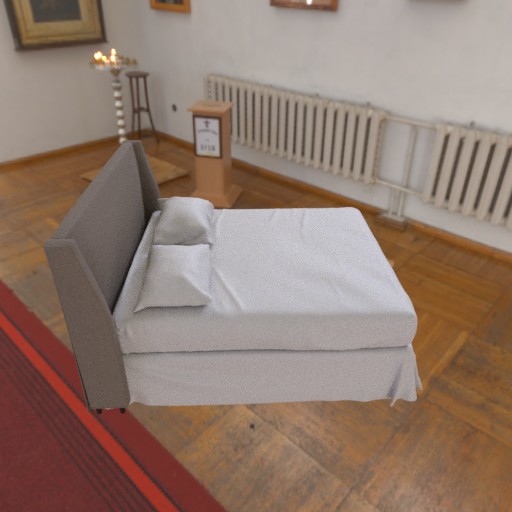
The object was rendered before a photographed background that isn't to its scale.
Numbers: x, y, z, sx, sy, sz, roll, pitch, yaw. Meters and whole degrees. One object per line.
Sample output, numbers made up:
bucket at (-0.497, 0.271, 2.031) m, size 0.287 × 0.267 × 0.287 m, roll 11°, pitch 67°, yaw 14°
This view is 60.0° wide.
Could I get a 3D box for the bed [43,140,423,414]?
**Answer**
bed at (0.000, 0.000, 3.435) m, size 2.276 × 1.332 × 1.925 m, roll -1°, pitch 31°, yaw -2°
